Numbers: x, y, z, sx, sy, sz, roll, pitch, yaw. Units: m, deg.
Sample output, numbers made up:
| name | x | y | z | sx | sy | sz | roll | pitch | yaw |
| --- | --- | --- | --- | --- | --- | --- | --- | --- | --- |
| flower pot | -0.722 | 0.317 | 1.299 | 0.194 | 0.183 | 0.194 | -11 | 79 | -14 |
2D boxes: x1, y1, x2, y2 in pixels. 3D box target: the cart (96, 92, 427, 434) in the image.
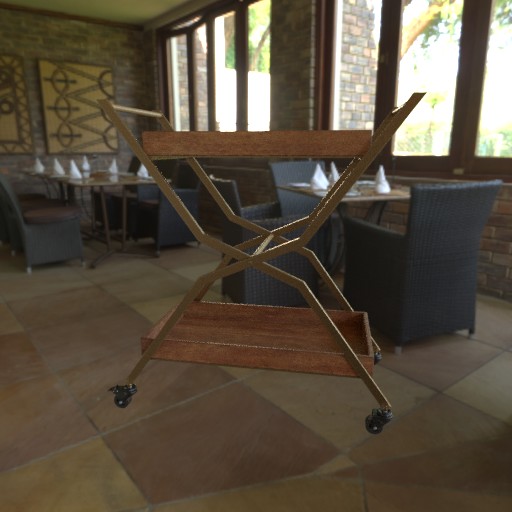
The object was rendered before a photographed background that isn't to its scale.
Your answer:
| name | x | y | z | sx | sy | sz | roll | pitch | yaw |
| --- | --- | --- | --- | --- | --- | --- | --- | --- | --- |
| cart | 0.000 | 0.000 | 1.330 | 0.836 | 0.869 | 0.405 | 3 | 14 | 10 |
